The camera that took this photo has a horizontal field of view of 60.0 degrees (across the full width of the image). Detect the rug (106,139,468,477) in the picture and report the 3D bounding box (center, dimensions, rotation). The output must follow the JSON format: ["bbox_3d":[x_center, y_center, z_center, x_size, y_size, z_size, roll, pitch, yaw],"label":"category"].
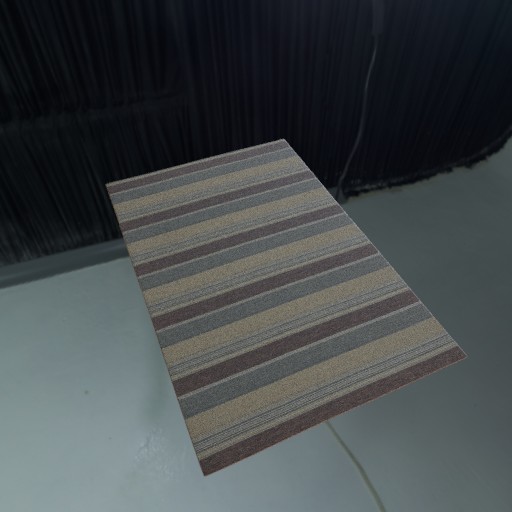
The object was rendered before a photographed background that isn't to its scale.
[{"bbox_3d":[0.000,0.000,2.331,1.219,0.008,1.829,-18,51,-16],"label":"rug"}]
